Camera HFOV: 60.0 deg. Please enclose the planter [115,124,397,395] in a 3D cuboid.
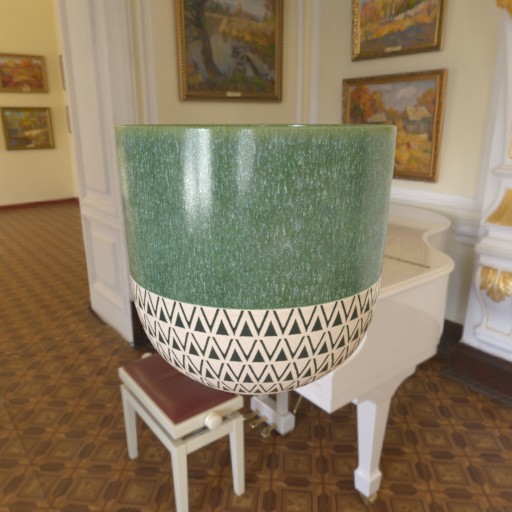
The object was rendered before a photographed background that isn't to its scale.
[{"bbox_3d":[0.000,0.000,0.475,0.266,0.270,0.266,0,17,0],"label":"planter"}]
